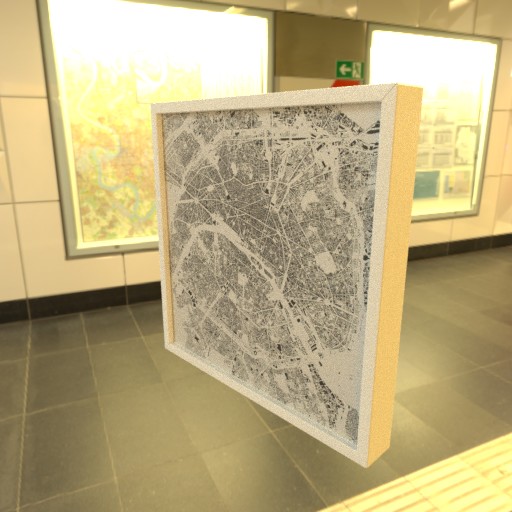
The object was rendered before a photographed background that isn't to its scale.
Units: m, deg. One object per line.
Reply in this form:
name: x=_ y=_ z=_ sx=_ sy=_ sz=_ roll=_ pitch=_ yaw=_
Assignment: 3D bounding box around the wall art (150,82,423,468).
wall art: x=0.000 y=0.000 z=0.449 sx=0.038 sy=0.305 sz=0.305 roll=-15 pitch=21 yaw=-42
